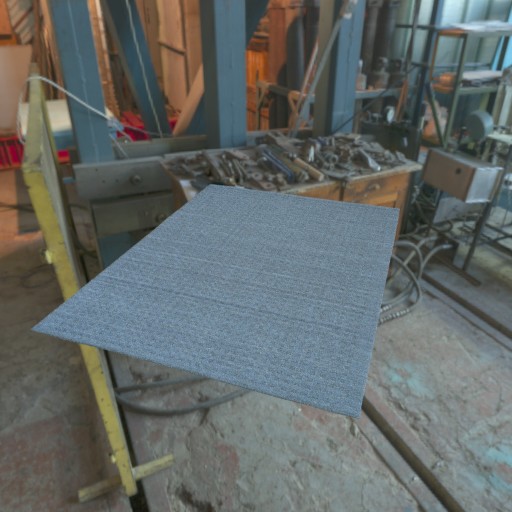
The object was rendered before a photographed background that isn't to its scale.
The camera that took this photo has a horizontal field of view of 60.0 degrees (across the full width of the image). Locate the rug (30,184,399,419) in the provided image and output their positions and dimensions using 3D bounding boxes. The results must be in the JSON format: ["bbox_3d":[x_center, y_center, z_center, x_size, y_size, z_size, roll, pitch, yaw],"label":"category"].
[{"bbox_3d":[0.000,0.000,4.252,2.443,0.007,3.200,10,32,17],"label":"rug"}]
